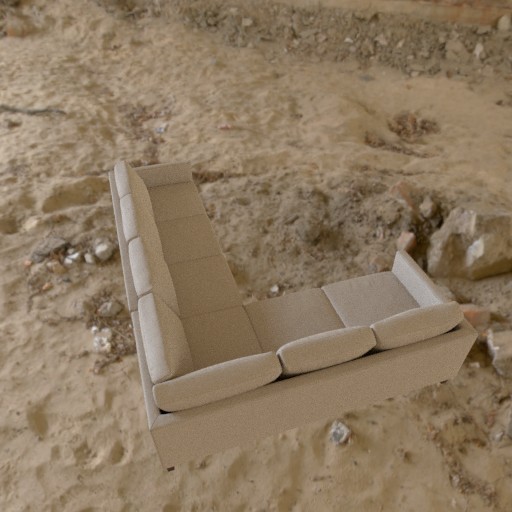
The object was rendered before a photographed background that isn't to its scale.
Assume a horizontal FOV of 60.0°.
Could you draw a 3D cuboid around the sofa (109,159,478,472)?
[{"bbox_3d":[0.000,0.000,4.256,2.432,0.863,3.182,-12,43,-13],"label":"sofa"}]
